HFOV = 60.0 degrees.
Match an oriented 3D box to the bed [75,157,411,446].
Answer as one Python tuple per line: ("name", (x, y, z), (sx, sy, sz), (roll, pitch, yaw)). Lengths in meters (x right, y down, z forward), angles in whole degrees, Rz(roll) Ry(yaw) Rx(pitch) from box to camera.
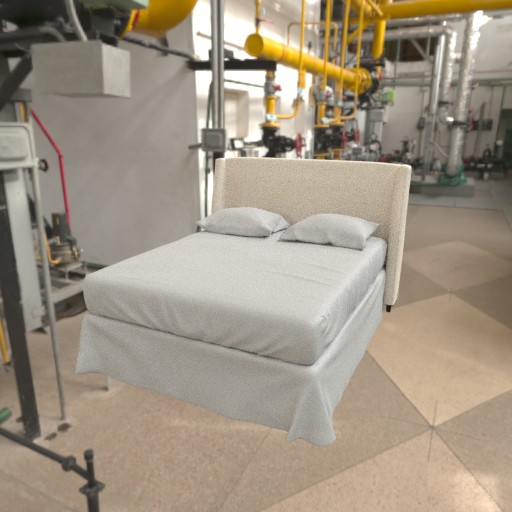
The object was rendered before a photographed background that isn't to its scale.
("bed", (0.000, 0.000, 3.463), (1.925, 1.332, 2.276), (8, 19, 25))
